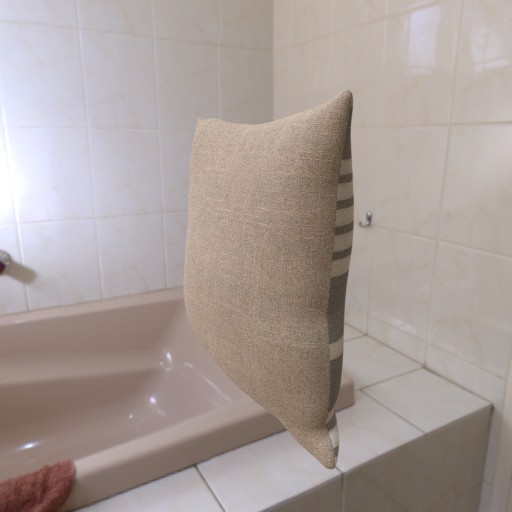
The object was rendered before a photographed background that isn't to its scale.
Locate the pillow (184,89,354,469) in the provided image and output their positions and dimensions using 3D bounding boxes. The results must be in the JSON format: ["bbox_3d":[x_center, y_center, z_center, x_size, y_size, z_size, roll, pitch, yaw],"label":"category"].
[{"bbox_3d":[0.000,0.000,0.677,0.182,0.440,0.439,-7,16,-27],"label":"pillow"}]
